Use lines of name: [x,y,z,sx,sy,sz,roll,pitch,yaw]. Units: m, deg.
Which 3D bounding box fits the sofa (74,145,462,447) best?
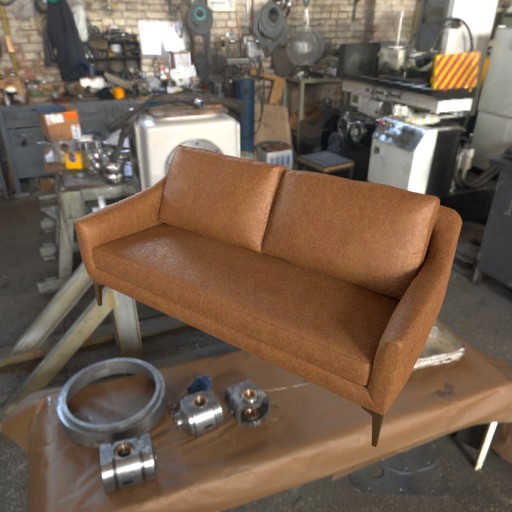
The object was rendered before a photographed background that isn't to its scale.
sofa: [0.000,0.000,2.569,2.036,0.945,0.981,18,33,30]
